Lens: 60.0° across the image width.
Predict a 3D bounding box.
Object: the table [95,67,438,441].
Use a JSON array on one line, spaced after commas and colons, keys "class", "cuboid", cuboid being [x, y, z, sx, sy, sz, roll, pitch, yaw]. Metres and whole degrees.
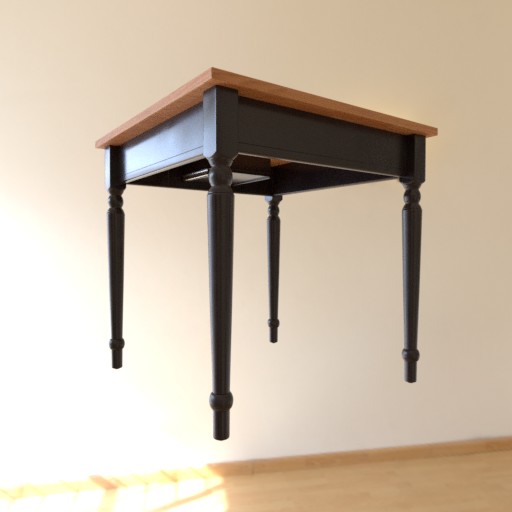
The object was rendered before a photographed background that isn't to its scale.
[{"class": "table", "cuboid": [0.000, 0.000, 1.362, 0.747, 0.738, 0.747, -1, 2, -36]}]
